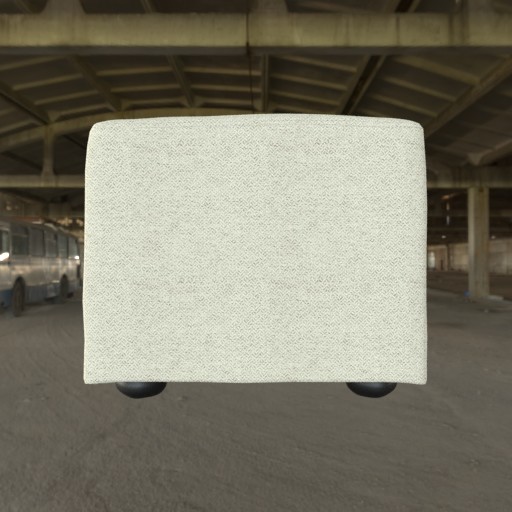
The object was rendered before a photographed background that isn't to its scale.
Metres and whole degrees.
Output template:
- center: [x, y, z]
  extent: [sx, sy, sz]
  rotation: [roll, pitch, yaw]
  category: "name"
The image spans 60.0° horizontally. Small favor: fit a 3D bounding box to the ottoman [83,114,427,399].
- center: [0.000, 0.000, 0.898]
  extent: [0.512, 0.453, 0.521]
  rotation: [0, 0, 0]
  category: "ottoman"
